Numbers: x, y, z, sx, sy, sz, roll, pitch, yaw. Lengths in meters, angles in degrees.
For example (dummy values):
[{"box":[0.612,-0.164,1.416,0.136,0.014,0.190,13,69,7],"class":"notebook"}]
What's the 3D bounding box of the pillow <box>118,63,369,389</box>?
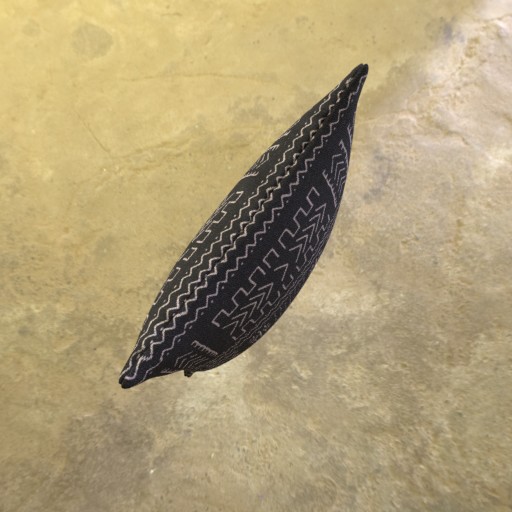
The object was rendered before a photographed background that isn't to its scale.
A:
[{"box":[0.000,0.000,0.657,0.164,0.430,0.438,35,79,8],"class":"pillow"}]
